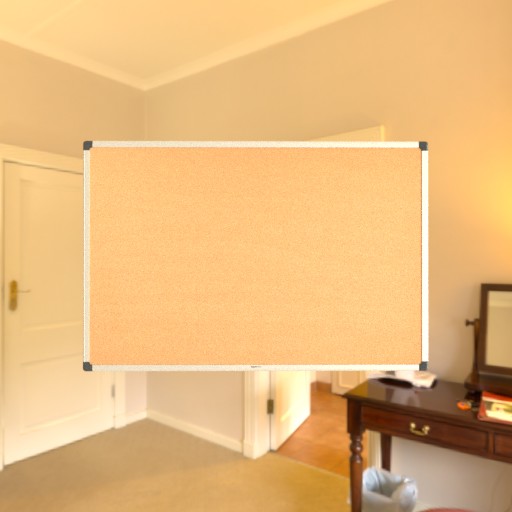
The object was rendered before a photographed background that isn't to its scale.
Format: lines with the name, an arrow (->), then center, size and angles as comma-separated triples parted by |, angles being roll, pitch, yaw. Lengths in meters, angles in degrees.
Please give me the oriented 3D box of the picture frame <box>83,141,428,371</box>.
picture frame -> 0.000, 0.000, 1.157 | 0.900, 0.600, 0.010 | 0, 0, 0
